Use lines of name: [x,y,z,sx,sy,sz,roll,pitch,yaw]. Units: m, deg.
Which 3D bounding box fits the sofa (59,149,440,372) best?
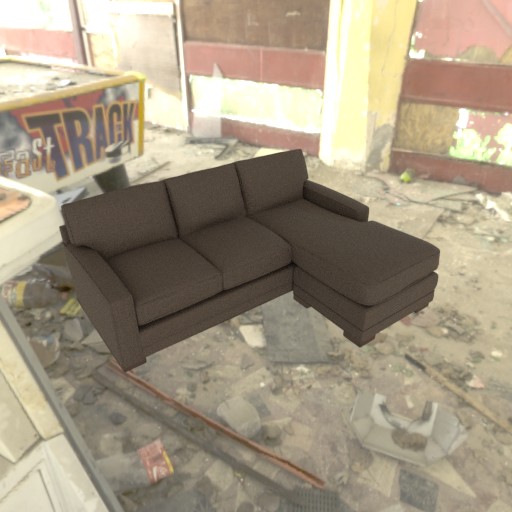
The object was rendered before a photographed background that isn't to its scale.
sofa: [0.000,0.000,3.419,2.370,0.973,1.790,-21,37,-31]
